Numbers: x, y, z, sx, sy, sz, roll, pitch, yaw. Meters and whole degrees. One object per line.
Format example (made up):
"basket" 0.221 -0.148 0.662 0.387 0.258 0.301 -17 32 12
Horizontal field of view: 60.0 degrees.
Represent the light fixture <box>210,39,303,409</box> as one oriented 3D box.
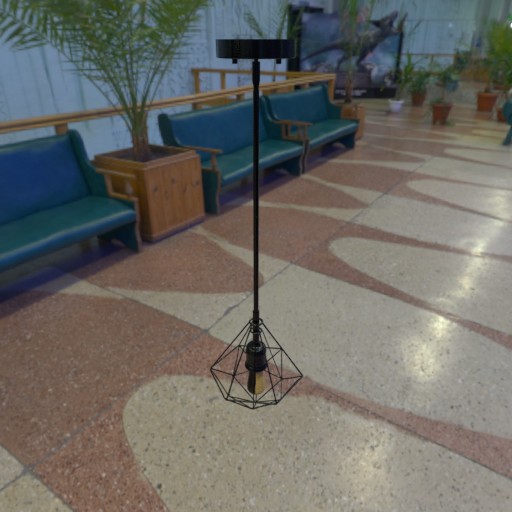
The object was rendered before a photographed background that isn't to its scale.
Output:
"light fixture" 0.000 0.000 2.009 0.431 1.764 0.487 18 32 32
